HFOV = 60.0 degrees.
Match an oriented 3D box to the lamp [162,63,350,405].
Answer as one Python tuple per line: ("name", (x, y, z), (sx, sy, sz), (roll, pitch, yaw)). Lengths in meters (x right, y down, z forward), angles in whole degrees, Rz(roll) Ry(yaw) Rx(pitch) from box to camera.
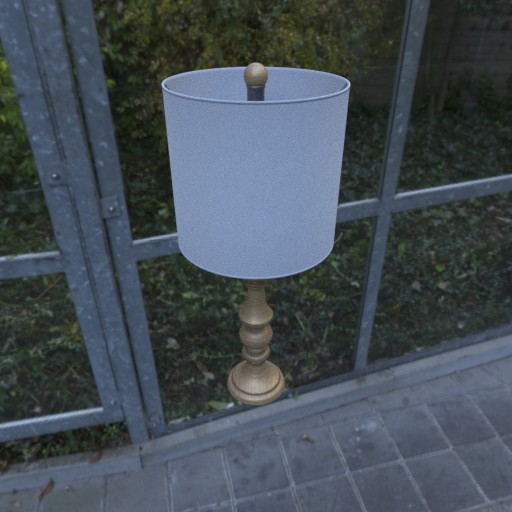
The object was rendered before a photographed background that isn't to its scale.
("lamp", (0.000, 0.000, 0.741), (0.250, 0.597, 0.250), (0, 31, 0))
